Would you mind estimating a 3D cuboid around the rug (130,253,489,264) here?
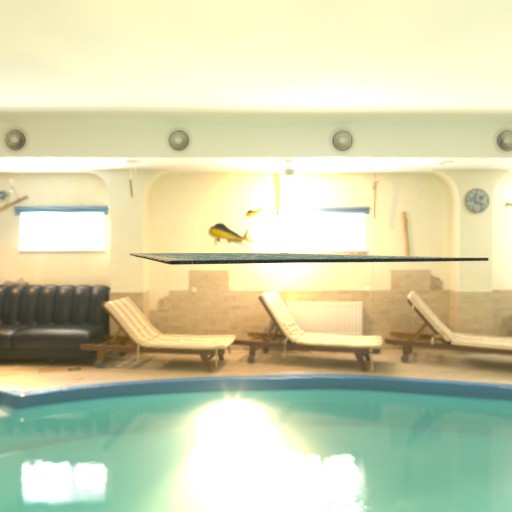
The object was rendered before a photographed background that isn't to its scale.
[{"bbox_3d":[0.000,0.000,3.017,1.530,0.015,2.449,0,1,-19],"label":"rug"}]
